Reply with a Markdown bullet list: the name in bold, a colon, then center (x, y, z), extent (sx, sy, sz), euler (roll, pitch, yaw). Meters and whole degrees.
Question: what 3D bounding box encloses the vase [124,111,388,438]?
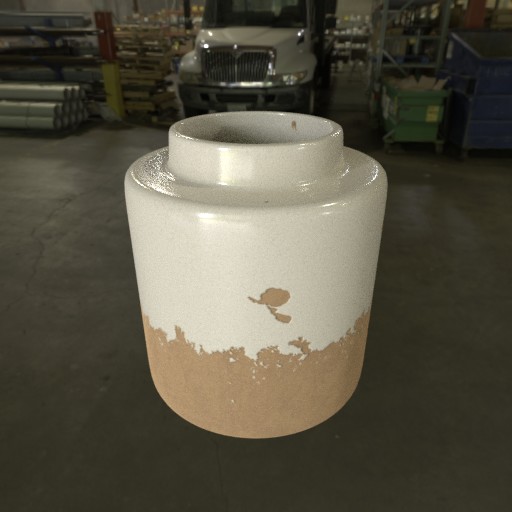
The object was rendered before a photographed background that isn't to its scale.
- **vase**: center (0.000, 0.000, 0.290), extent (0.153, 0.167, 0.153), euler (0, 28, 0)
